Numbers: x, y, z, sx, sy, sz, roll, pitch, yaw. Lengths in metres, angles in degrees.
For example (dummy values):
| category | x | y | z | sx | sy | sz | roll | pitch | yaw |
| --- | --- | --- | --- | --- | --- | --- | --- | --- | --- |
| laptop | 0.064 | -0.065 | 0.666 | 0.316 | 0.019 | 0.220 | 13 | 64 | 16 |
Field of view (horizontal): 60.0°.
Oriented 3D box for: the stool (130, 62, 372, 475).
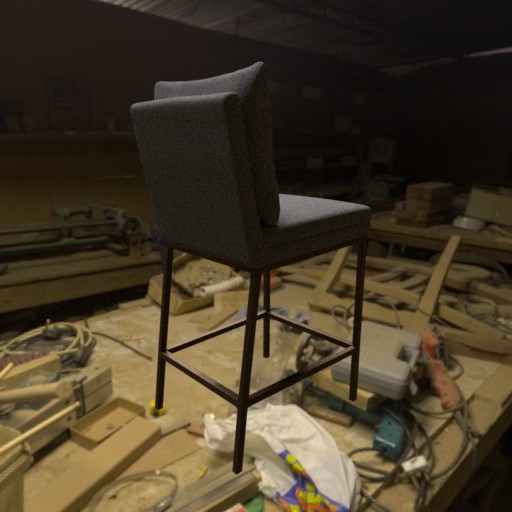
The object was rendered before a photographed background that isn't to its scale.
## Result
| category | x | y | z | sx | sy | sz | roll | pitch | yaw |
| --- | --- | --- | --- | --- | --- | --- | --- | --- | --- |
| stool | 0.000 | 0.000 | 1.375 | 0.569 | 1.031 | 0.463 | -13 | 20 | -41 |
